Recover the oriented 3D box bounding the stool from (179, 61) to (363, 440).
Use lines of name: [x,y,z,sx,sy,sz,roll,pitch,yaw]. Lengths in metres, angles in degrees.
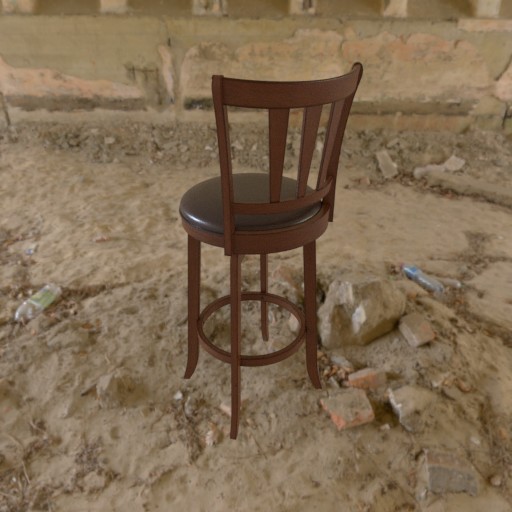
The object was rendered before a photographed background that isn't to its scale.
stool: [0.000,0.000,1.459,0.464,1.177,0.503,-19,35,-30]
